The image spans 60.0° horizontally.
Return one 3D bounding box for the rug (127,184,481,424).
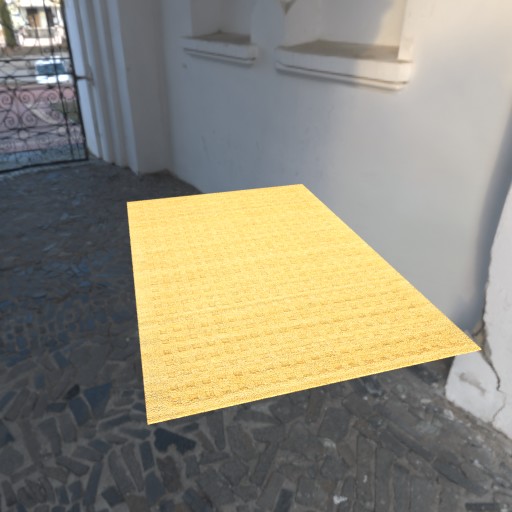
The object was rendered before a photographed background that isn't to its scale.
[{"bbox_3d":[0.000,0.000,2.837,1.524,0.006,2.286,-8,30,-14],"label":"rug"}]
